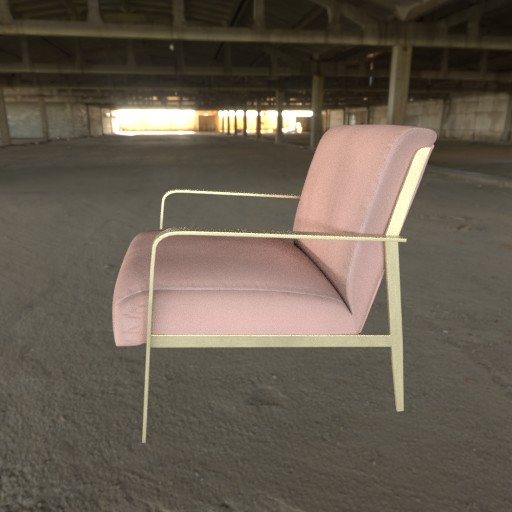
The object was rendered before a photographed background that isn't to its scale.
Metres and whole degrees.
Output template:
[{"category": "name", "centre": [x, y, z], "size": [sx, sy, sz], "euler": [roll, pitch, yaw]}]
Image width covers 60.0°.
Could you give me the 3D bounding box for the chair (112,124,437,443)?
[{"category": "chair", "centre": [0.000, 0.000, 1.447], "size": [0.848, 0.823, 0.701], "euler": [-3, 17, -9]}]
